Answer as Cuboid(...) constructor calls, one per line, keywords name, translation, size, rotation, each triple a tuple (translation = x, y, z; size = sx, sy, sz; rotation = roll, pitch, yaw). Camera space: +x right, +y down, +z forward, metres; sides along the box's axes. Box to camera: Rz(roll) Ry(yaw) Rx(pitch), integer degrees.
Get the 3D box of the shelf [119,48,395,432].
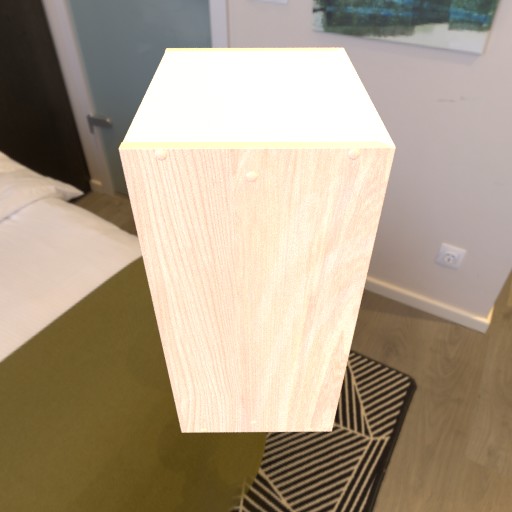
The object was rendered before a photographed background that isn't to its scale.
Cuboid(name="shelf", translation=(0.000, 0.000, 0.791), size=(0.290, 0.600, 0.350), rotation=(0, 41, 0))
